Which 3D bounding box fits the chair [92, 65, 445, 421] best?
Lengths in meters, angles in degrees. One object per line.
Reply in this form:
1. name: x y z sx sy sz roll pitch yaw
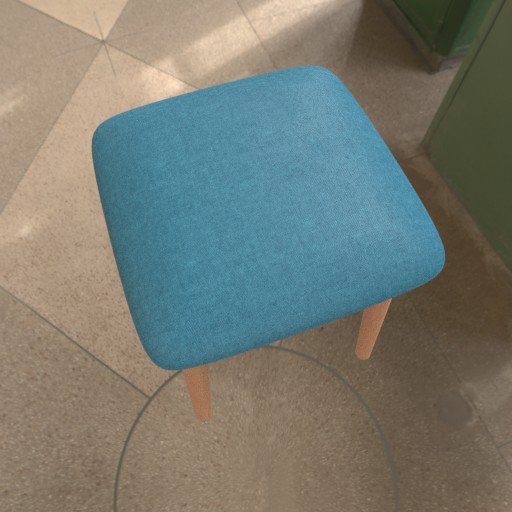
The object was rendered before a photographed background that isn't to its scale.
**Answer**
1. chair: 0.000 0.000 0.689 0.360 0.450 0.360 -18 64 -9
